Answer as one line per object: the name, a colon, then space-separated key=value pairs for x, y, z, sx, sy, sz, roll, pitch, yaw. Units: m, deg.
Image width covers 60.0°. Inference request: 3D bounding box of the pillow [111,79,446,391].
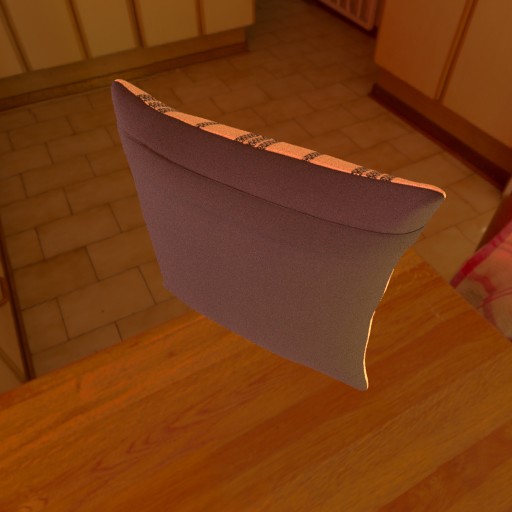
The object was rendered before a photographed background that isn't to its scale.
pillow: x=0.000 y=0.000 z=0.615 sx=0.405 sy=0.406 sz=0.173 roll=25 pitch=53 yaw=20
